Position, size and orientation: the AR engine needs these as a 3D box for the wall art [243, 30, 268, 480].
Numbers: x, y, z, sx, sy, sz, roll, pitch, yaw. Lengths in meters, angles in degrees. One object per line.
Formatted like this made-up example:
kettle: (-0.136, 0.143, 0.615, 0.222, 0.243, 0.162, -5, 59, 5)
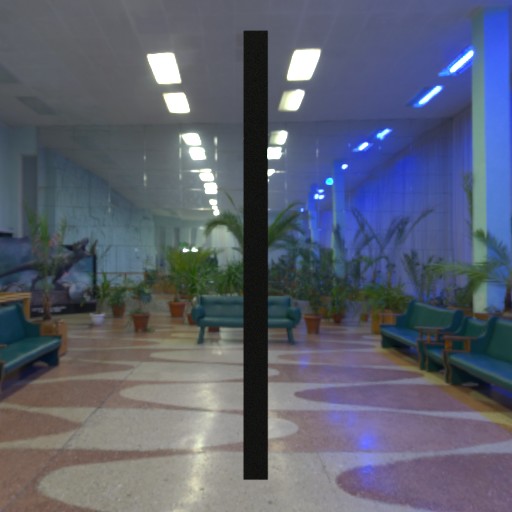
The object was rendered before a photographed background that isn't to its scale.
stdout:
wall art: (0.000, 0.000, 1.126, 0.044, 0.758, 0.758, 0, 0, 0)
